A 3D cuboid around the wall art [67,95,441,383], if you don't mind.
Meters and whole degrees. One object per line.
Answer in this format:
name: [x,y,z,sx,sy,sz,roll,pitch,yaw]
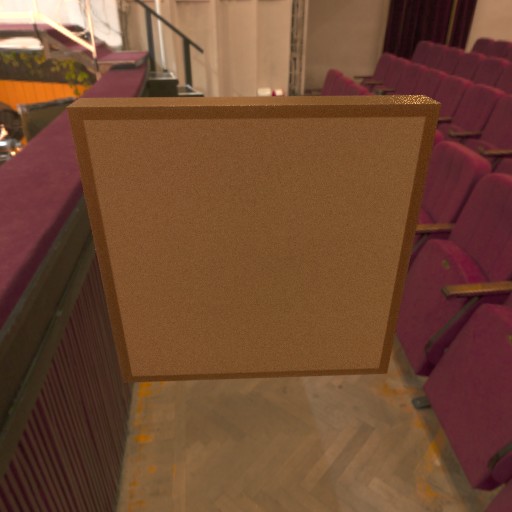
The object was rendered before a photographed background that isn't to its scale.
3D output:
wall art: [0.000,0.000,0.453,0.306,0.305,0.038,-1,30,-2]
